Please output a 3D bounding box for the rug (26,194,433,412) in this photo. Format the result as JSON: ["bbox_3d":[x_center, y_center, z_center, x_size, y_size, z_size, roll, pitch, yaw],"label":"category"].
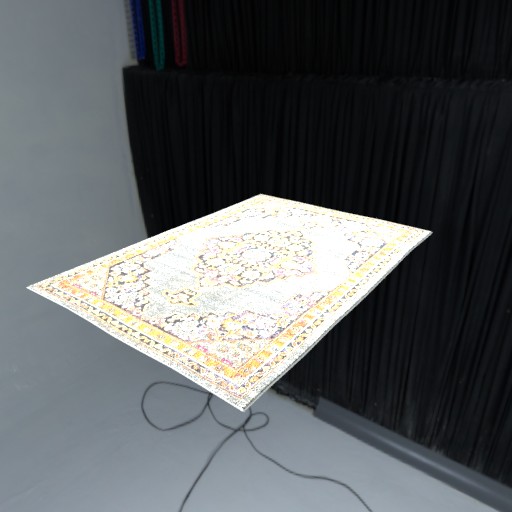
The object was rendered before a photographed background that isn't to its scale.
[{"bbox_3d":[0.000,0.000,3.731,2.043,0.026,2.901,18,30,33],"label":"rug"}]
